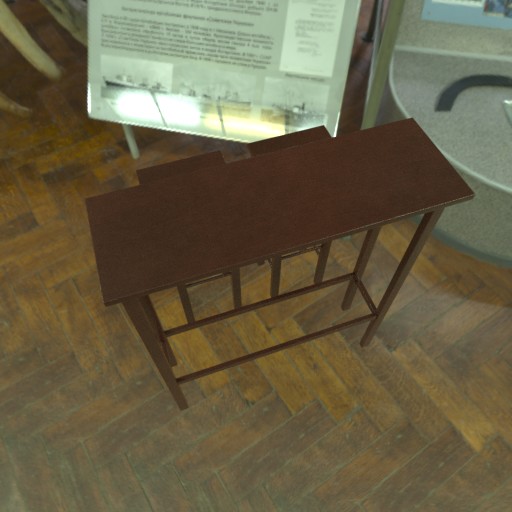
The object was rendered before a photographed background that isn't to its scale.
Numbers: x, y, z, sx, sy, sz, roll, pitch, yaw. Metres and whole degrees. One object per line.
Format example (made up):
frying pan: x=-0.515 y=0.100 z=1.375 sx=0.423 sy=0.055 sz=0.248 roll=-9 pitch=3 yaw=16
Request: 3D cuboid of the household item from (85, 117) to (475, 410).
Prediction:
household item: x=0.000 y=0.000 z=1.632 sx=0.914 sy=1.067 sz=0.676 roll=-16 pitch=58 yaw=-10
